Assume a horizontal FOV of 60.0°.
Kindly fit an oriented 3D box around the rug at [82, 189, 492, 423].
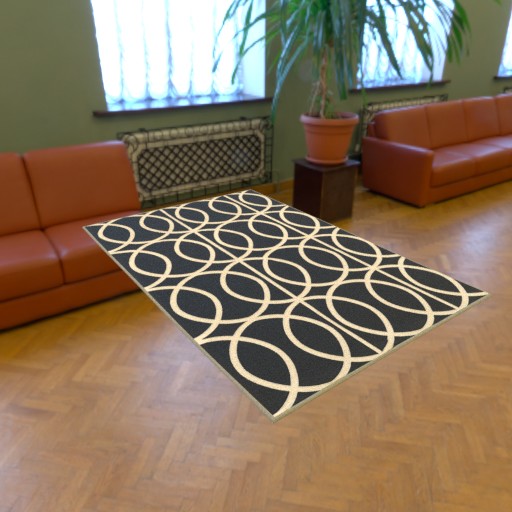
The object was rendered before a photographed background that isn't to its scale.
[{"bbox_3d":[0.000,0.000,2.843,1.528,0.014,2.294,-18,32,-32],"label":"rug"}]
